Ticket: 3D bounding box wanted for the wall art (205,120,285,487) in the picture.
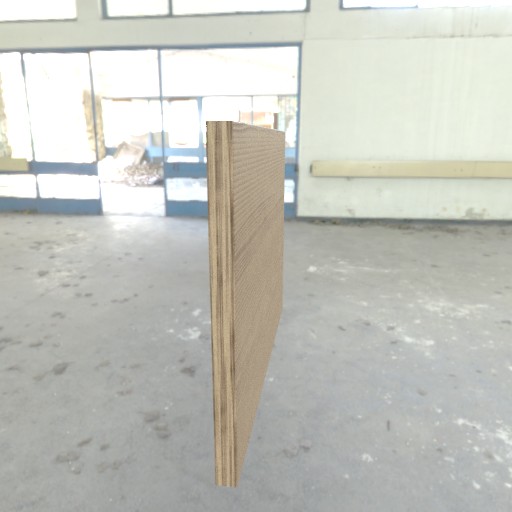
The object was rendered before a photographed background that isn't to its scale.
[{"bbox_3d":[0.000,0.000,1.098,0.063,0.609,0.841,2,15,8],"label":"wall art"}]
